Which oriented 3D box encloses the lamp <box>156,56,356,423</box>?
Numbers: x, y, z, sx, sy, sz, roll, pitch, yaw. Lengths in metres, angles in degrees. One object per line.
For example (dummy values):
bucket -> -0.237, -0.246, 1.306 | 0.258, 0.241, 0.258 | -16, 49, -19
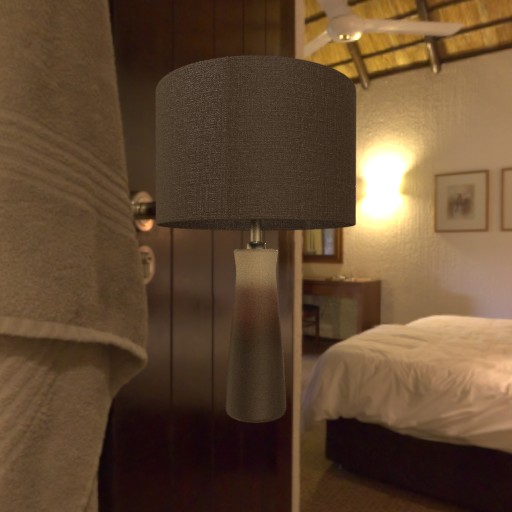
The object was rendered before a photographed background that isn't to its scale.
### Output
lamp -> 0.000, 0.000, 0.689 | 0.303, 0.488, 0.303 | 0, 1, 0
